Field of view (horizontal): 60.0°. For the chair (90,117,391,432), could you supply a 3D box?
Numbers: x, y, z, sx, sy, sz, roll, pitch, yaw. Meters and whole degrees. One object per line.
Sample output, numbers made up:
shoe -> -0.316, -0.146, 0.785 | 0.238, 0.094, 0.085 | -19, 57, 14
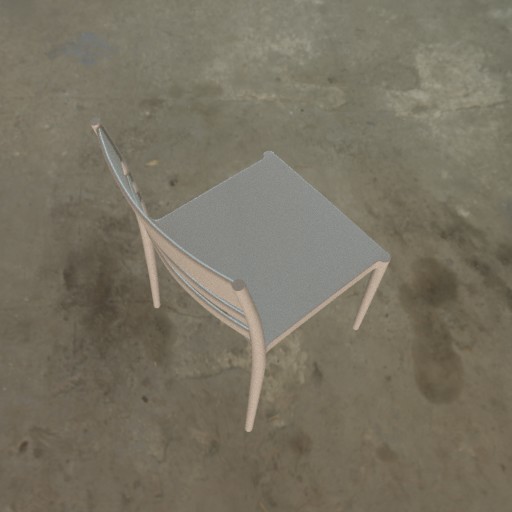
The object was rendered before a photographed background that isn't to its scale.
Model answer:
chair -> 0.000, 0.000, 1.147 | 0.511, 0.800, 0.531 | -34, 63, -20
